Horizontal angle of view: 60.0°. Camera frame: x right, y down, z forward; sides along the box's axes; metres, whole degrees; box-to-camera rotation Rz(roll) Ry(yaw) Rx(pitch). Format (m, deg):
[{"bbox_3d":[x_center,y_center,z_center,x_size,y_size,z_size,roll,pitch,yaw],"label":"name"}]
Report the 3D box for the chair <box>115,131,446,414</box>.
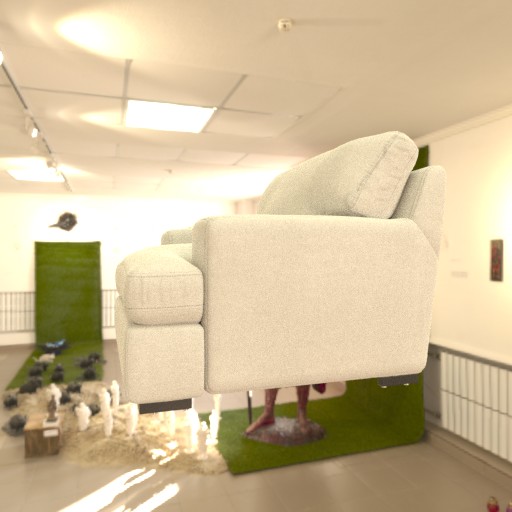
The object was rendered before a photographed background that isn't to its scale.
[{"bbox_3d":[0.000,0.000,1.947,1.158,0.930,1.140,0,0,-19],"label":"chair"}]
